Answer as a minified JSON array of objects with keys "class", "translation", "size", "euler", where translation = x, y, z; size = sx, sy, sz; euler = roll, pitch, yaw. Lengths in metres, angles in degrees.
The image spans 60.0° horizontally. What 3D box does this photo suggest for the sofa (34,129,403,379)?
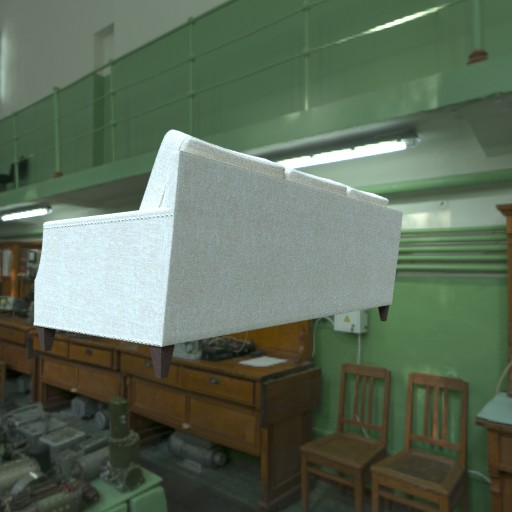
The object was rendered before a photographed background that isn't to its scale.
[{"class":"sofa","translation":[0.000,0.000,2.708],"size":[1.041,0.940,2.210],"euler":[-1,-2,38]}]
